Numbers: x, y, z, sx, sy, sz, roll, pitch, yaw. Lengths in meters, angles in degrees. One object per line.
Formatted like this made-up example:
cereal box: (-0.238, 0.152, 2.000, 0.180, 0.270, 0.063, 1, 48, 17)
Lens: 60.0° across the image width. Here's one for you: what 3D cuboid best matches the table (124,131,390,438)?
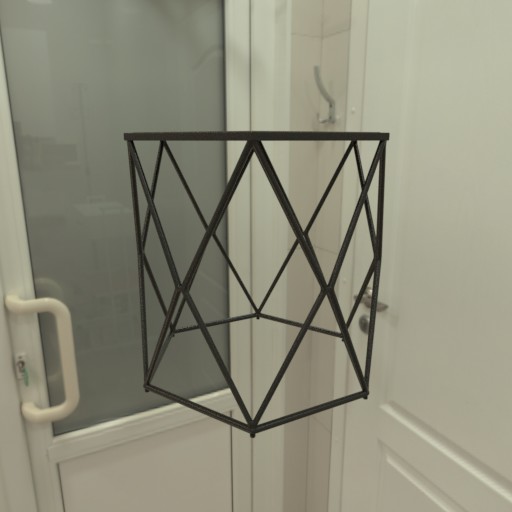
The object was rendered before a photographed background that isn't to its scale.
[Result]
table: (0.000, 0.000, 1.057, 0.578, 0.564, 0.579, -8, 17, -27)
